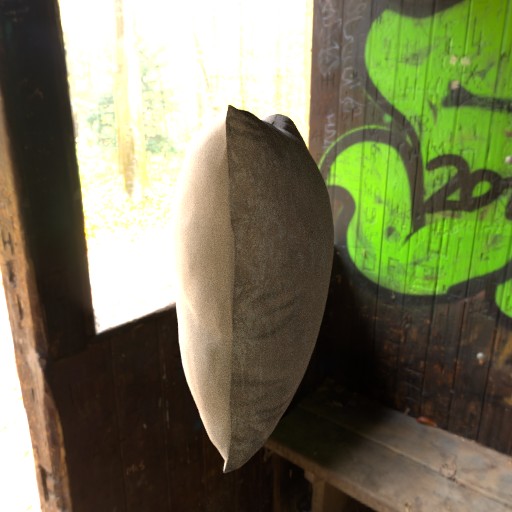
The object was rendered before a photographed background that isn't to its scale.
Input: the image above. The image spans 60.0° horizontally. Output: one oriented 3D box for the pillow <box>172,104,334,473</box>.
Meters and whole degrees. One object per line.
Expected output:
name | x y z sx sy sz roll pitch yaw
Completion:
pillow | 0.000 0.000 0.713 0.245 0.448 0.450 3 17 11
